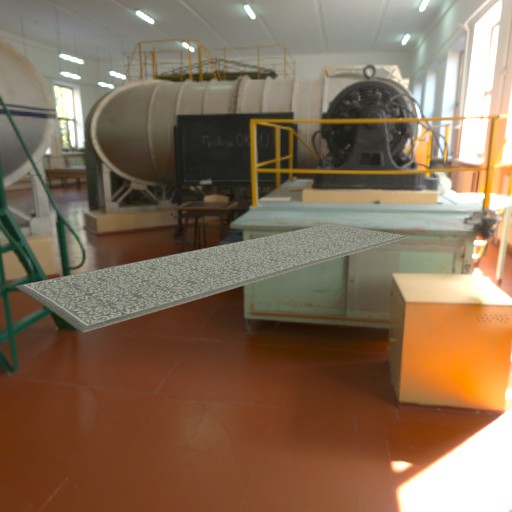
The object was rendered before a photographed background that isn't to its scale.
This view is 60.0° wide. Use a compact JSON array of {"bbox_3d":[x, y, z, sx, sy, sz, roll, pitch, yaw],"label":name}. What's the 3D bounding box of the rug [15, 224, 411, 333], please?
[{"bbox_3d":[0.000,0.000,2.382,2.196,0.011,0.662,-13,19,-43],"label":"rug"}]
